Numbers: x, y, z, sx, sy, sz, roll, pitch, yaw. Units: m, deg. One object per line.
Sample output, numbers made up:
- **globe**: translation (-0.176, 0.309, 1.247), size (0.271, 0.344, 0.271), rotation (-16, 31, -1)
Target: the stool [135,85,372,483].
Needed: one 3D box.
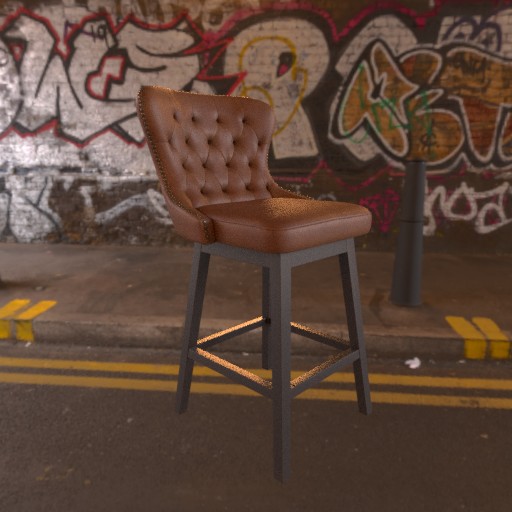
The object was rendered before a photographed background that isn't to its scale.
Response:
- **stool**: translation (0.000, 0.000, 1.319), size (0.593, 0.971, 0.528), rotation (12, 18, 43)
